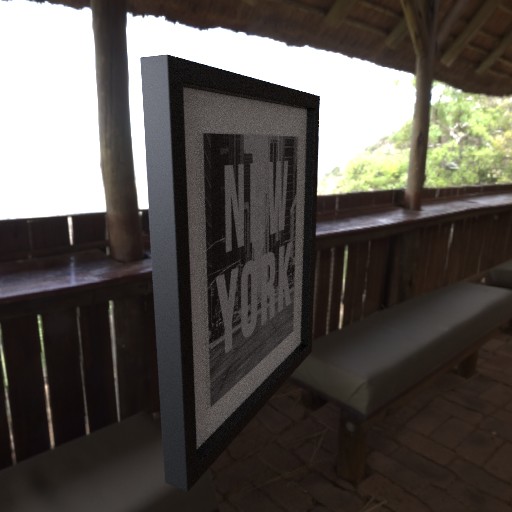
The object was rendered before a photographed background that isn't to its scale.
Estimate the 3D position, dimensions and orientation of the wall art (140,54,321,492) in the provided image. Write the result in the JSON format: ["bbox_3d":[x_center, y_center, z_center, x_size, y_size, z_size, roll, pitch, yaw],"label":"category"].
[{"bbox_3d":[0.000,0.000,0.516,0.028,0.381,0.328,7,16,27],"label":"wall art"}]
